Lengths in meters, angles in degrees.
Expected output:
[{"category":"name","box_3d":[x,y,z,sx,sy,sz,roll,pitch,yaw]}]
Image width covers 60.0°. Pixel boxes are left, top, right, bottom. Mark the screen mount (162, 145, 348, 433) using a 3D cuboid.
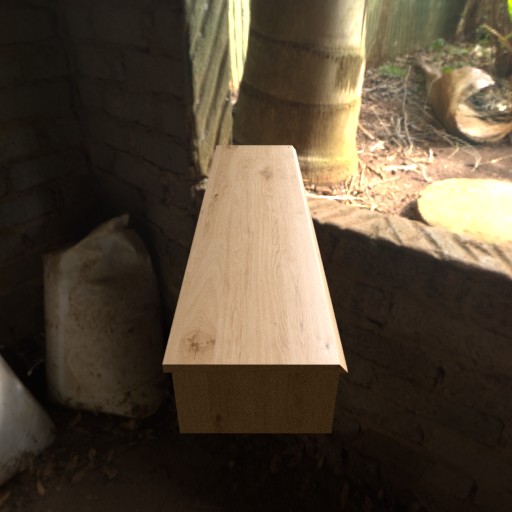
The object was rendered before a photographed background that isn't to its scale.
[{"category":"screen mount","box_3d":[0.000,0.000,1.903,0.450,0.430,1.700,0,32,0]}]
